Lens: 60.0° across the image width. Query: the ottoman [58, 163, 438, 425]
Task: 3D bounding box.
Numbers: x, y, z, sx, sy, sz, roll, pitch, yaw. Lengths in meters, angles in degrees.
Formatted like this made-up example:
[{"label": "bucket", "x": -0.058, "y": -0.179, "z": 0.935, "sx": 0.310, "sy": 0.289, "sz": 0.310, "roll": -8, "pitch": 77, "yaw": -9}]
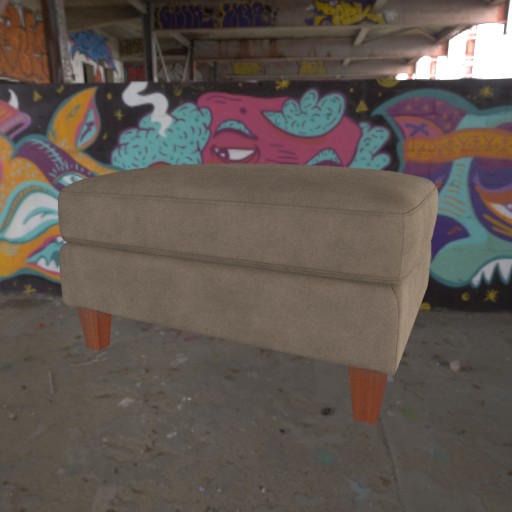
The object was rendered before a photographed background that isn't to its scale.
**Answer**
[{"label": "ottoman", "x": 0.000, "y": 0.000, "z": 1.196, "sx": 0.864, "sy": 0.483, "sz": 0.584, "roll": 7, "pitch": 16, "yaw": 25}]
